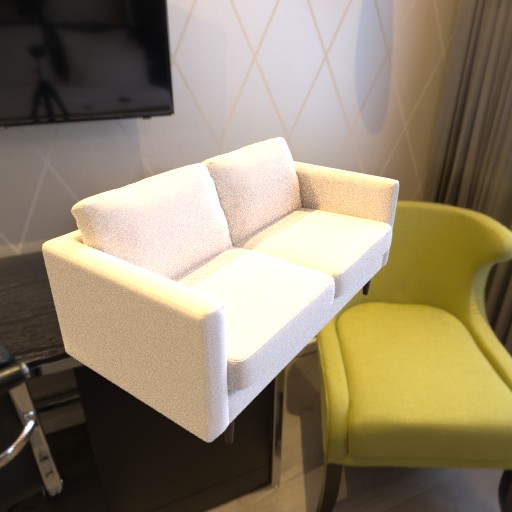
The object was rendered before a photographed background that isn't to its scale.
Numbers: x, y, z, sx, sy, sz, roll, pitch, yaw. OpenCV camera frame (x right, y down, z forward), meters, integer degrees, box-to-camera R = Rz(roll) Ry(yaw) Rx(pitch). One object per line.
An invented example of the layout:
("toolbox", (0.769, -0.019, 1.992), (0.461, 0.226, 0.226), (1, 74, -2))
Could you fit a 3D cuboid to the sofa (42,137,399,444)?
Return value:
("sofa", (0.000, 0.000, 2.268), (0.940, 0.893, 1.713), (18, 32, 31))
